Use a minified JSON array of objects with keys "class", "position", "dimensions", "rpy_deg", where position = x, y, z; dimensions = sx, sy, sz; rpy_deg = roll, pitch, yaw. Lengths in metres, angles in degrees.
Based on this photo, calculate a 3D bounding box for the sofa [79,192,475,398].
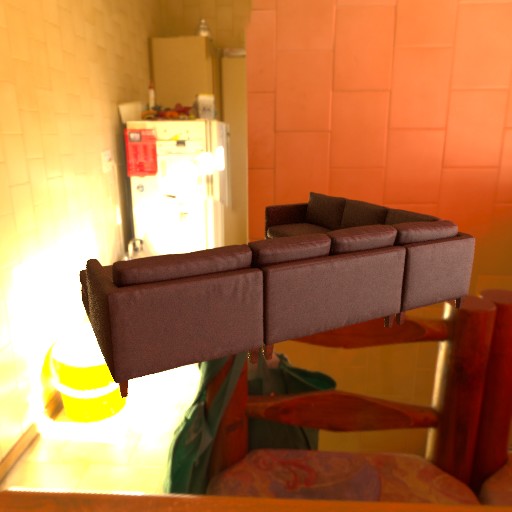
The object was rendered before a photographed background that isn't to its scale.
[{"class":"sofa","position":[0.000,0.000,4.617],"dimensions":[3.460,0.923,2.593],"rpy_deg":[-8,17,-27]}]
